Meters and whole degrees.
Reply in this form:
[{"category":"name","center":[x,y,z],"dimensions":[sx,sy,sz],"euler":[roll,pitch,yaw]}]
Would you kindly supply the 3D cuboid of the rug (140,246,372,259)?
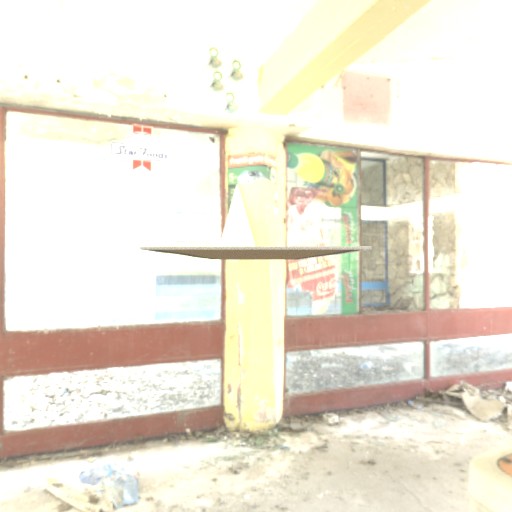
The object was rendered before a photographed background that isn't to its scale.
[{"category":"rug","center":[0.000,0.000,2.666],"dimensions":[0.768,0.012,2.438],"euler":[0,-1,0]}]
